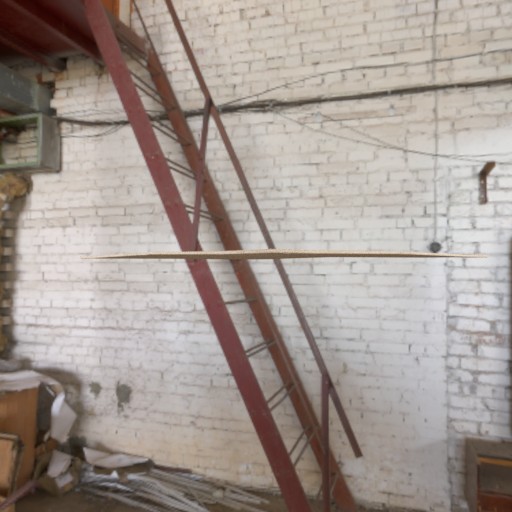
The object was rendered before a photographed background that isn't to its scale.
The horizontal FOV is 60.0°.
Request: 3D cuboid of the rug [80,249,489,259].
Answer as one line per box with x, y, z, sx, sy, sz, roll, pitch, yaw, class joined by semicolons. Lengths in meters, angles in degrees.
0.000;0.000;3.678;2.032;0.038;2.869;1;-1;-37;rug
